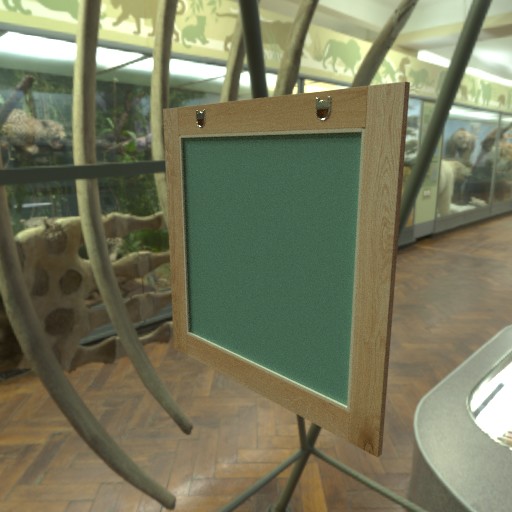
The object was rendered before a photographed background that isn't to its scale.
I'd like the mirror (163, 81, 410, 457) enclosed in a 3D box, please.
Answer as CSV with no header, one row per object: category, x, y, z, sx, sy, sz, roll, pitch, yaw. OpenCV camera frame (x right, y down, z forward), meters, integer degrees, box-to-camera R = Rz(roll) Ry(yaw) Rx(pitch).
mirror,0.000,0.000,1.192,0.020,0.800,0.800,-13,19,-43
